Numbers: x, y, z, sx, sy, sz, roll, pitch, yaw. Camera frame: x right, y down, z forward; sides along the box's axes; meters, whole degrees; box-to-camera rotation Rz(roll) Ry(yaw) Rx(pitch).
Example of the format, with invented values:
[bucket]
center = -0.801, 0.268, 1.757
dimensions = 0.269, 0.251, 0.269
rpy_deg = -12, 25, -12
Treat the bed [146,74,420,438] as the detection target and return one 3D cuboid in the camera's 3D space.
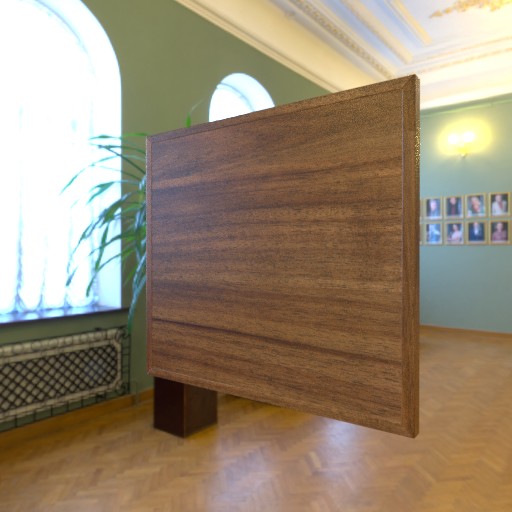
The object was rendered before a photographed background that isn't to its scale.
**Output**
[bed]
center = 0.000, 0.000, 1.463
dimensions = 1.041, 0.940, 0.043
rpy_deg = 0, 0, 36
